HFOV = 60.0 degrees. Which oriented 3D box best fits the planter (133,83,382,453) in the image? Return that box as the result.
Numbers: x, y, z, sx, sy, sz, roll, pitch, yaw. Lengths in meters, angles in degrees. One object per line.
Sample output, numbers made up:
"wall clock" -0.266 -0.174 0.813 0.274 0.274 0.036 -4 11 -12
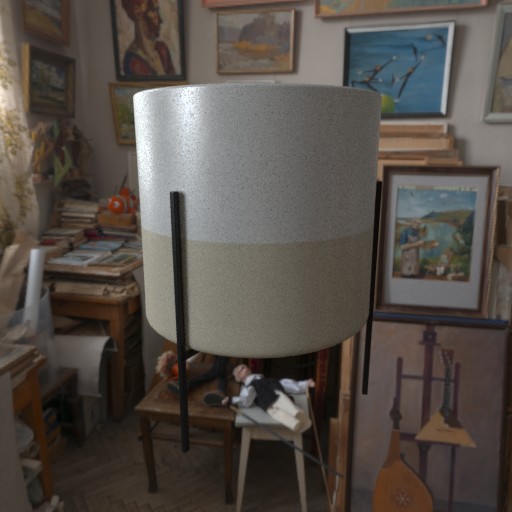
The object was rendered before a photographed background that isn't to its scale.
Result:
"planter" 0.000 0.000 0.718 0.359 0.484 0.368 -7 16 -26
